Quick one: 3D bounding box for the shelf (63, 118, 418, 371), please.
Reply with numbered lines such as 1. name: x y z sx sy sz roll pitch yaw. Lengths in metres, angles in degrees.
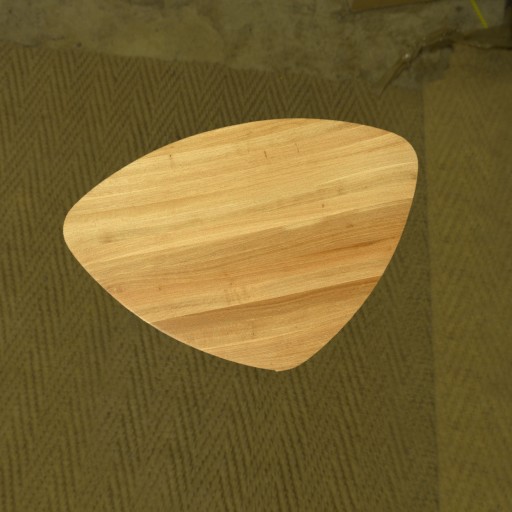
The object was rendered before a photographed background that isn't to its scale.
1. shelf: 0.000 0.000 1.686 1.240 0.439 0.863 -13 76 -4
